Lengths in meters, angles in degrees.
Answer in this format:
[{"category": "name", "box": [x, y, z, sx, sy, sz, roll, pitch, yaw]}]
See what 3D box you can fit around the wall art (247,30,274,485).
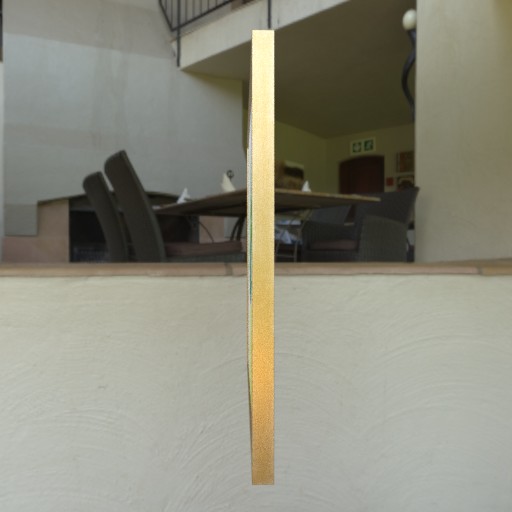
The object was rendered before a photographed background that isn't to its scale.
[{"category": "wall art", "box": [0.000, 0.000, 1.121, 0.037, 0.760, 0.762, 0, 1, -2]}]
